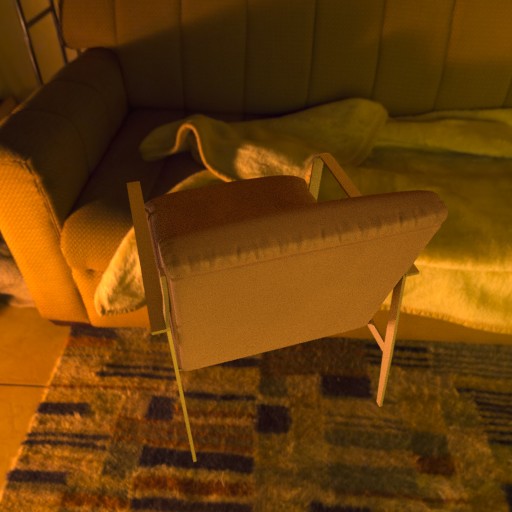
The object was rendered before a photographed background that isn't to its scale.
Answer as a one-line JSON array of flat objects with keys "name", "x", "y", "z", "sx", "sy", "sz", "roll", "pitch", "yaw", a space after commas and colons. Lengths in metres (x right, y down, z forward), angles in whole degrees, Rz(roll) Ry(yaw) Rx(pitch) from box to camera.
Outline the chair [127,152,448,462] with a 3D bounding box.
[{"name": "chair", "x": 0.000, "y": 0.000, "z": 1.415, "sx": 0.701, "sy": 0.823, "sz": 0.848, "roll": -11, "pitch": 42, "yaw": -13}]
